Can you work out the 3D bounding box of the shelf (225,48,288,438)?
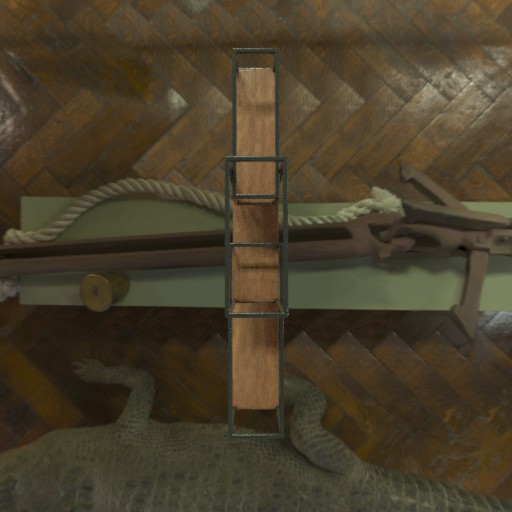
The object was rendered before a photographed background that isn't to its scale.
[{"bbox_3d":[0.000,0.000,2.154,0.275,0.972,1.781,0,89,0],"label":"shelf"}]
